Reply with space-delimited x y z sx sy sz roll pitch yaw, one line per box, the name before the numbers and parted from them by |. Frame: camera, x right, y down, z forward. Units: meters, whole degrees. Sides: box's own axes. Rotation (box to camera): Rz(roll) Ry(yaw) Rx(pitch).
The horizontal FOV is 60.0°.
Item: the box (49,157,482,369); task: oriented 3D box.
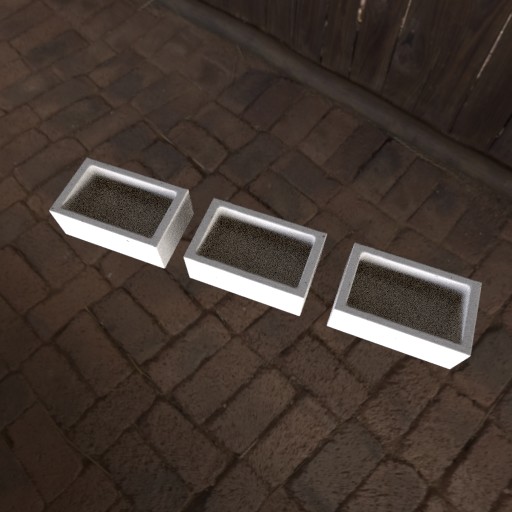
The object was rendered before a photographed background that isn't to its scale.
box | 0.000 0.000 0.494 0.461 0.051 0.082 19 64 10
